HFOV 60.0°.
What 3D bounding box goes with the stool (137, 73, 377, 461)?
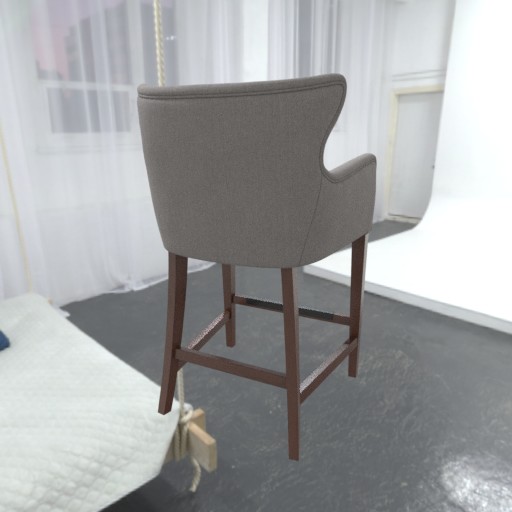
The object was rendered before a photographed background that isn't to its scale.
[{"bbox_3d":[0.000,0.000,1.312,0.575,0.951,0.575,8,18,26],"label":"stool"}]
